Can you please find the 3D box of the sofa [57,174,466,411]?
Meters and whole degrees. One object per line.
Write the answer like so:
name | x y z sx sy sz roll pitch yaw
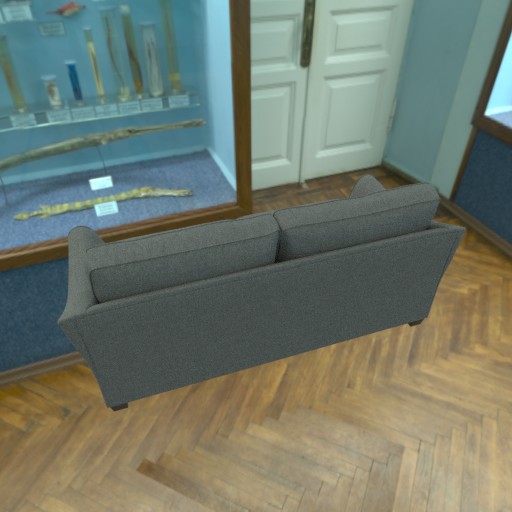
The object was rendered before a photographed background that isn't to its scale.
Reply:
sofa | 0.000 0.000 2.779 2.203 0.976 1.013 -12 41 -15
